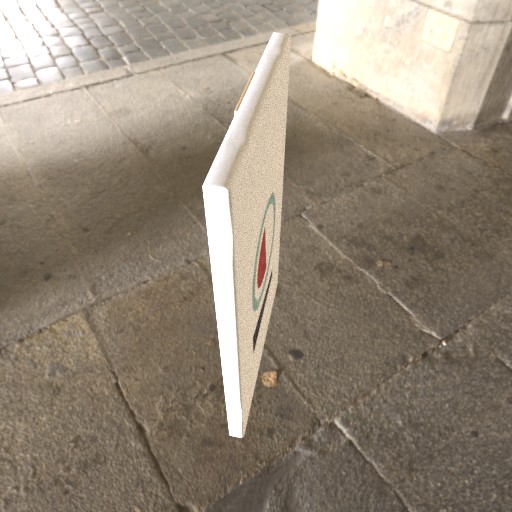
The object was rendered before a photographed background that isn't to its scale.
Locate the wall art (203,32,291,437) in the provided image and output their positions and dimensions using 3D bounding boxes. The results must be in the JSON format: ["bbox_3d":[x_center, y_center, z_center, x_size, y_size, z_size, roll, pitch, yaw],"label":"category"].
[{"bbox_3d":[0.000,0.000,1.162,0.048,0.902,0.602,8,47,8],"label":"wall art"}]
